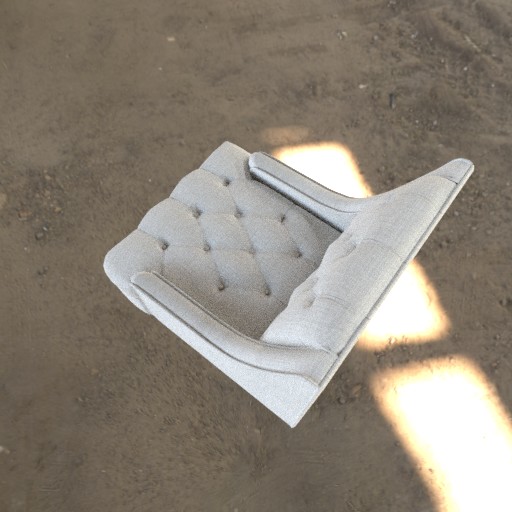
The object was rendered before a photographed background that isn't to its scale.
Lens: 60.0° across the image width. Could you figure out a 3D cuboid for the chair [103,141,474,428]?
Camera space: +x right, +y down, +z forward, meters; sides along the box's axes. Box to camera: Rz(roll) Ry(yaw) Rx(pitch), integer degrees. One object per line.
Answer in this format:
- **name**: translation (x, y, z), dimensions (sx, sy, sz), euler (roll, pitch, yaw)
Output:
- **chair**: translation (0.000, 0.000, 1.377), dimensions (0.772, 0.891, 0.658), euler (35, 68, 16)
